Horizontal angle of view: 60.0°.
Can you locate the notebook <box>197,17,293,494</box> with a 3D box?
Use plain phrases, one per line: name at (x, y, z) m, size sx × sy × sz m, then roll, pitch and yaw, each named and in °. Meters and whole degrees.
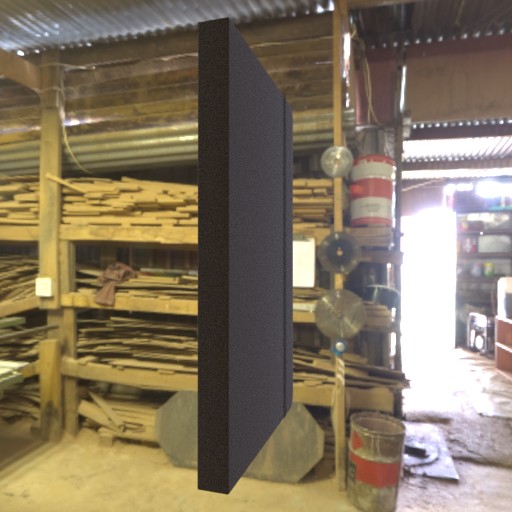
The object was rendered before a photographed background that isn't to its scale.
notebook at (0.000, 0.000, 0.259) m, size 0.016 × 0.213 × 0.127 m, roll 0°, pitch -1°, yaw 18°
